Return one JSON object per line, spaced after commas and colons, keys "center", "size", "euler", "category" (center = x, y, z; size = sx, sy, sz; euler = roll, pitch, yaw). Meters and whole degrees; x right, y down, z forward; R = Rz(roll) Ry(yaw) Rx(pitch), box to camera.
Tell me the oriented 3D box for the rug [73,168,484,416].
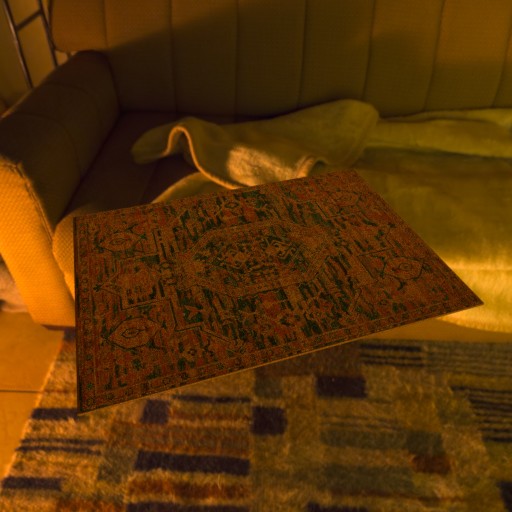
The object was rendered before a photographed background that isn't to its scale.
{"center": [0.000, 0.000, 2.818], "size": [2.204, 0.024, 1.588], "euler": [-12, 42, -14], "category": "rug"}
